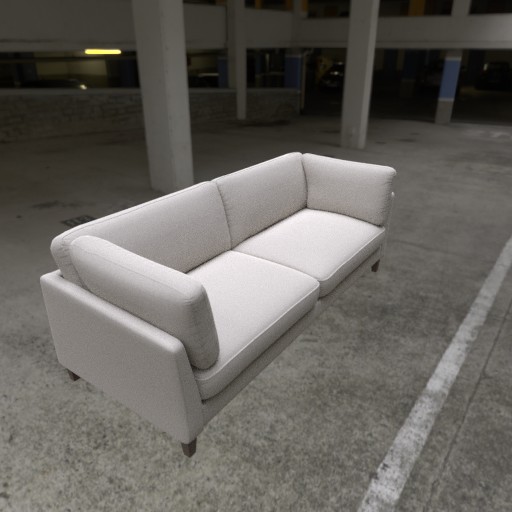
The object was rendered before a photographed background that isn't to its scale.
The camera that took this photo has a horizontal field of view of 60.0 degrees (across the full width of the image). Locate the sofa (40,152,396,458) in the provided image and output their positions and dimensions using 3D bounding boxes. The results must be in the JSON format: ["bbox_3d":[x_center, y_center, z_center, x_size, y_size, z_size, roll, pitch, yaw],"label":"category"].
[{"bbox_3d":[0.000,0.000,2.753,0.957,0.863,2.301,17,31,31],"label":"sofa"}]
